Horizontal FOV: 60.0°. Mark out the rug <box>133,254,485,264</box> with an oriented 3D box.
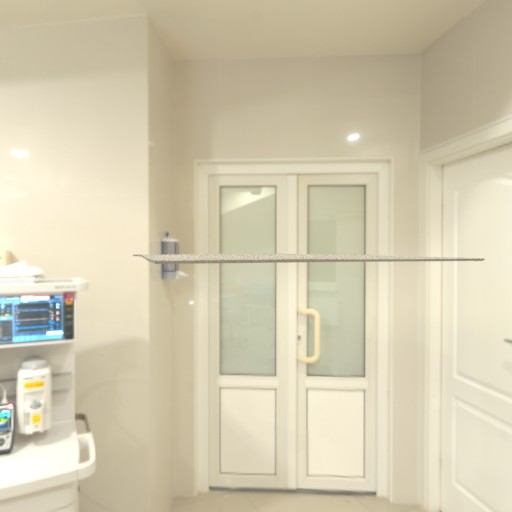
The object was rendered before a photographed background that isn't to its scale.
[{"bbox_3d":[0.000,0.000,2.272,1.162,0.022,1.804,0,1,-17],"label":"rug"}]
